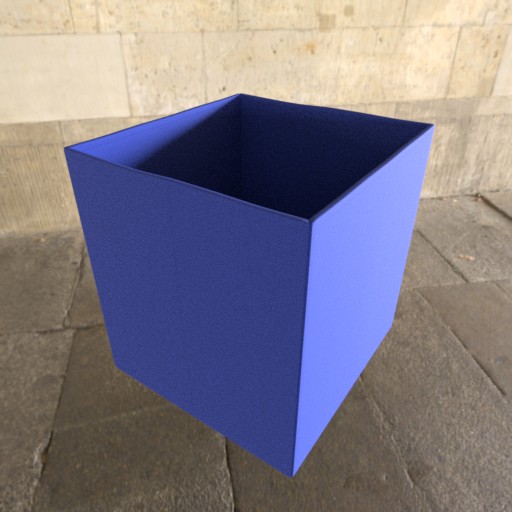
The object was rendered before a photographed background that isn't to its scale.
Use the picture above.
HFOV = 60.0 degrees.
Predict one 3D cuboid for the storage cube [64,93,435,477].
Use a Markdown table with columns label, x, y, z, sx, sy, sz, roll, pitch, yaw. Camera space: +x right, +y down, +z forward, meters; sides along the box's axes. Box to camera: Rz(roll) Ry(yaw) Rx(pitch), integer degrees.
| label | x | y | z | sx | sy | sz | roll | pitch | yaw |
| --- | --- | --- | --- | --- | --- | --- | --- | --- | --- |
| storage cube | 0.000 | 0.000 | 0.503 | 0.270 | 0.280 | 0.270 | 20 | 38 | 29 |
